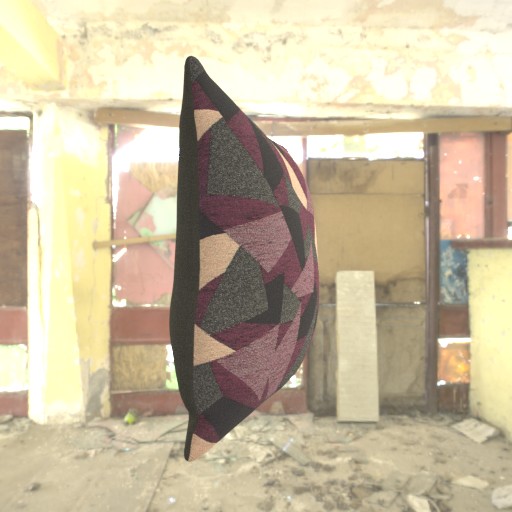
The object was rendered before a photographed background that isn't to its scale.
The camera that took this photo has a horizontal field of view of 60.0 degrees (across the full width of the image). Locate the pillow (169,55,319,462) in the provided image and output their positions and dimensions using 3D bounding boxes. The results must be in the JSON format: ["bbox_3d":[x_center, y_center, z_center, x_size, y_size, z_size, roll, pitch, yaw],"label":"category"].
[{"bbox_3d":[0.000,0.000,0.765,0.208,0.496,0.503,0,0,18],"label":"pillow"}]
